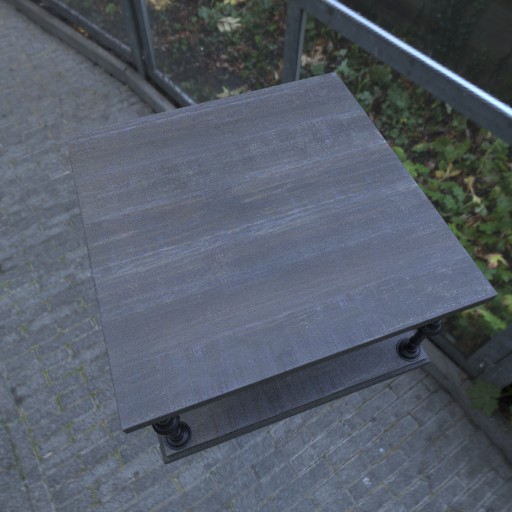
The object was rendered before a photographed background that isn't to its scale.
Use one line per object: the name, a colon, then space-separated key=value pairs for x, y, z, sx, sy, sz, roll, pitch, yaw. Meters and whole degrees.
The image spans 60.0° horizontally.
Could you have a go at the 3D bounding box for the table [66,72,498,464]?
table: x=0.000 y=0.000 z=1.096 sx=0.696 sy=0.400 sz=0.696 roll=-17 pitch=59 yaw=-10
